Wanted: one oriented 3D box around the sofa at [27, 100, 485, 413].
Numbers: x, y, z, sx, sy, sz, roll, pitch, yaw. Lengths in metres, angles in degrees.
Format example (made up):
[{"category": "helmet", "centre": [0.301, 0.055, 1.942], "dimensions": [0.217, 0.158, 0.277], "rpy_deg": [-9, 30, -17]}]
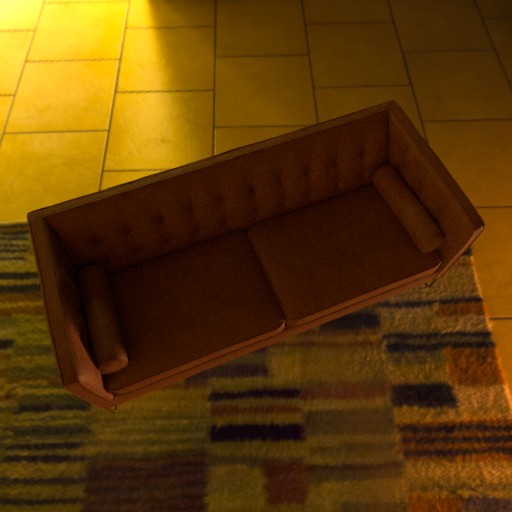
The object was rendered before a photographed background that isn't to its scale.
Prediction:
[{"category": "sofa", "centre": [0.000, 0.000, 2.479], "dimensions": [2.079, 0.798, 0.912], "rpy_deg": [-20, 64, -10]}]
